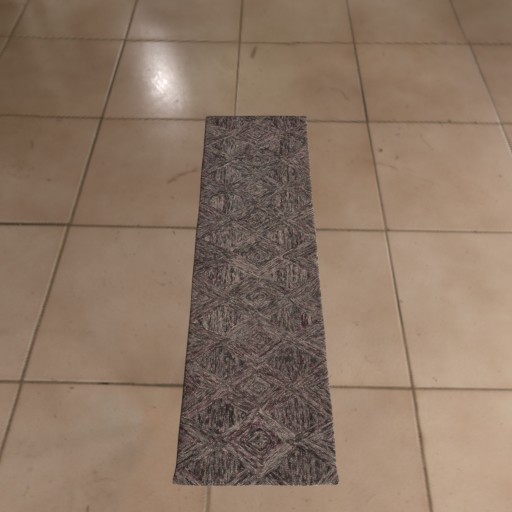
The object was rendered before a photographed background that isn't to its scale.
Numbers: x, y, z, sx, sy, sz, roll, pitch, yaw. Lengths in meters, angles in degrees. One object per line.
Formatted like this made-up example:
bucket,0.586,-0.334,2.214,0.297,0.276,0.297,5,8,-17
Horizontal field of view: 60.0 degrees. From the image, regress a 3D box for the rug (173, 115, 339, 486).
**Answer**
rug,0.000,0.000,2.497,0.719,0.013,2.305,0,58,0
